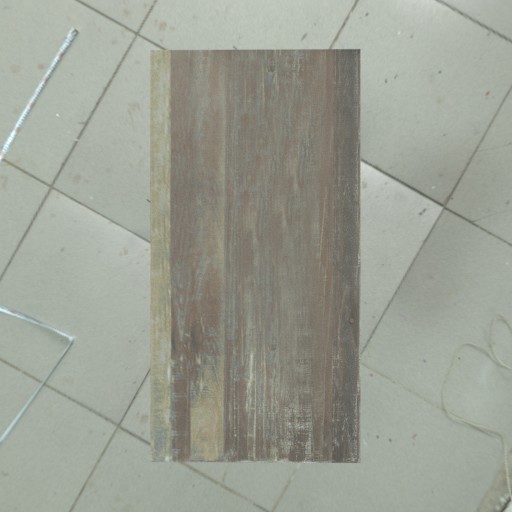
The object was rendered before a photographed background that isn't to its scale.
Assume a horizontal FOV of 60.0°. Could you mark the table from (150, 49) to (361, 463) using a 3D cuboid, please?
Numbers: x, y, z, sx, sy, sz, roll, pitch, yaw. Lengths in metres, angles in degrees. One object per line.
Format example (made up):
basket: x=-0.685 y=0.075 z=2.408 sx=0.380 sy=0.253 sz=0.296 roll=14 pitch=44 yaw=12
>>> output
table: x=0.000 y=0.000 z=1.367 sx=0.554 sy=0.399 sz=1.088 roll=0 pitch=90 yaw=1
